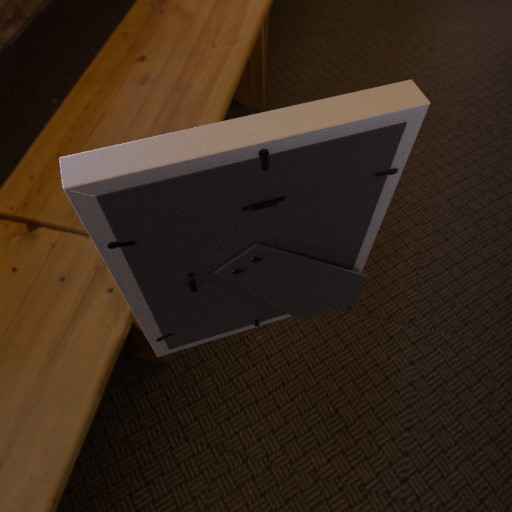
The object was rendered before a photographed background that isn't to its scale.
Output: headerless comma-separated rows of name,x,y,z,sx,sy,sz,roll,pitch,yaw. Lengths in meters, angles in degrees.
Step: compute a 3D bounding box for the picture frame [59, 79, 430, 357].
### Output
picture frame,0.000,0.000,0.391,0.233,0.282,0.036,-16,59,-9
